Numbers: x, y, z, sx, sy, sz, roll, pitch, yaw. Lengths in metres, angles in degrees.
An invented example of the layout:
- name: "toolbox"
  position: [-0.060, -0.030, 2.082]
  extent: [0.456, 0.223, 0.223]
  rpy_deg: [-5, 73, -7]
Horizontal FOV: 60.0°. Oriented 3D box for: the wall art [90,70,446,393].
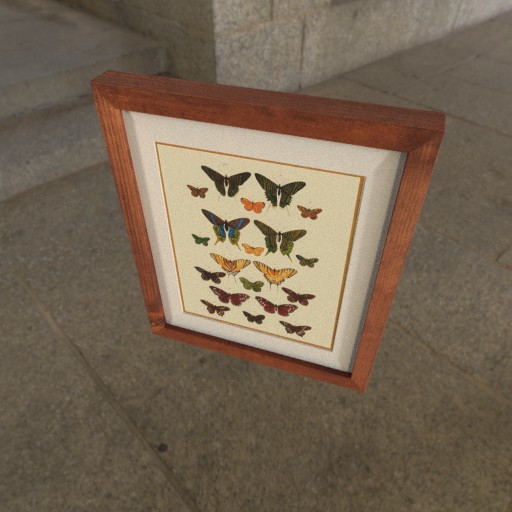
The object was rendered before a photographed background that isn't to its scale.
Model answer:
- name: "wall art"
  position: [0.000, 0.000, 0.614]
  extent: [0.377, 0.449, 0.039]
  rpy_deg: [12, 44, 13]
